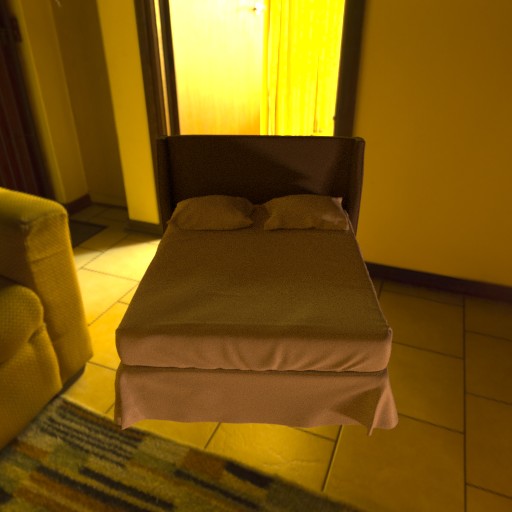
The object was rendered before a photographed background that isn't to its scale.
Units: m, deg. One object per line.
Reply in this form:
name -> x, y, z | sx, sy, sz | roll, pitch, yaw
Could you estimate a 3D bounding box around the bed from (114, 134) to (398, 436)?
bed -> 0.000, 0.000, 3.454 | 1.925, 1.332, 2.276 | 1, 29, 2
